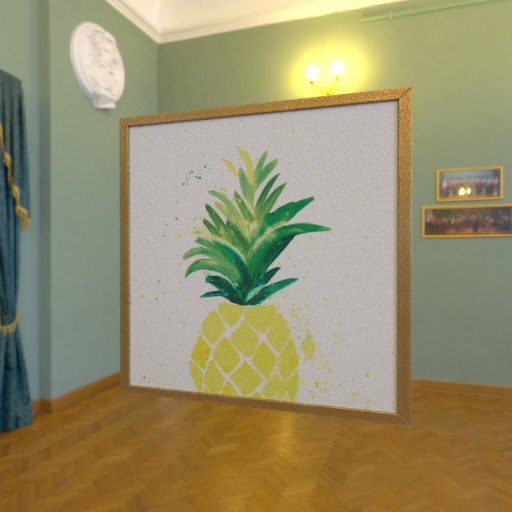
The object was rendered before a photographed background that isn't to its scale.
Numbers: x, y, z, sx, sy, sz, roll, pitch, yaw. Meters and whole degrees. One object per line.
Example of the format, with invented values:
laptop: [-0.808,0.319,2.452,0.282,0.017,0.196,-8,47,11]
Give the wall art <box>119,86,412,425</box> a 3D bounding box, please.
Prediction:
wall art: [0.000,0.000,0.463,0.306,0.305,0.038,0,1,18]
